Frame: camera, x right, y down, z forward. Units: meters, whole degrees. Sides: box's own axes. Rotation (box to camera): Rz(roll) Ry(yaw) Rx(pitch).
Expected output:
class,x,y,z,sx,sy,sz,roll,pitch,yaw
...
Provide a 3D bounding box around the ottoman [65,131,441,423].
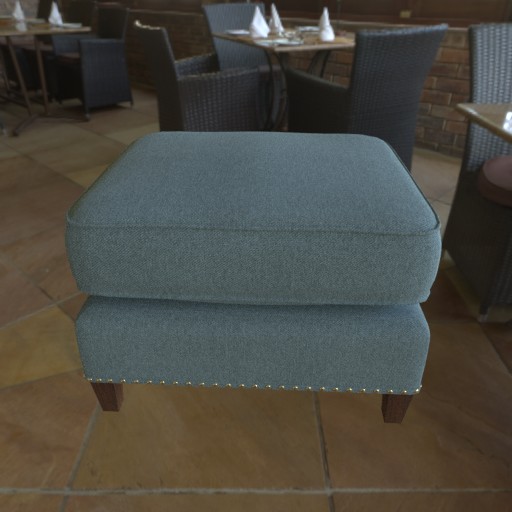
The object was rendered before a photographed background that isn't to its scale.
class,x,y,z,sx,sy,sz,roll,pitch,yaw
ottoman,0.000,0.000,1.119,0.738,0.537,0.589,2,31,2
